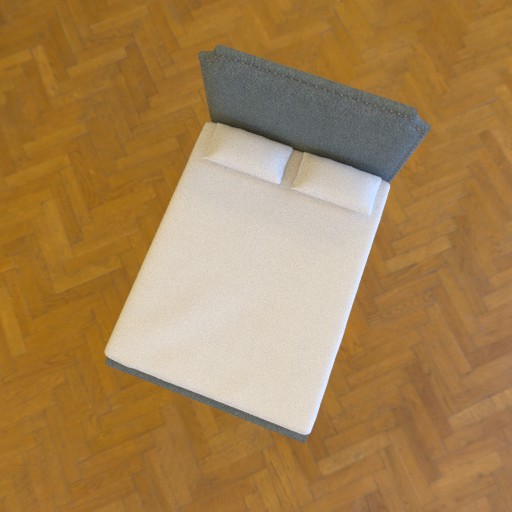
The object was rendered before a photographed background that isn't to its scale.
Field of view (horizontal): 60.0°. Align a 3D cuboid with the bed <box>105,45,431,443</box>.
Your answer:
[{"bbox_3d":[0.000,0.000,3.427,1.712,1.443,2.372,20,77,5],"label":"bed"}]
